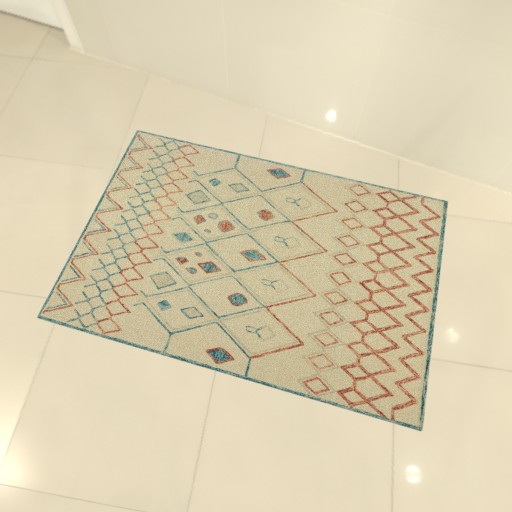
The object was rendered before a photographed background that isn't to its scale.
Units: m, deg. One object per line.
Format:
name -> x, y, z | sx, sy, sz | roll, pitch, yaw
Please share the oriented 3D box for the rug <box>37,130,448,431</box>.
rug -> 0.000, 0.000, 2.268 | 1.829, 0.016, 1.219 | 14, 64, 7
